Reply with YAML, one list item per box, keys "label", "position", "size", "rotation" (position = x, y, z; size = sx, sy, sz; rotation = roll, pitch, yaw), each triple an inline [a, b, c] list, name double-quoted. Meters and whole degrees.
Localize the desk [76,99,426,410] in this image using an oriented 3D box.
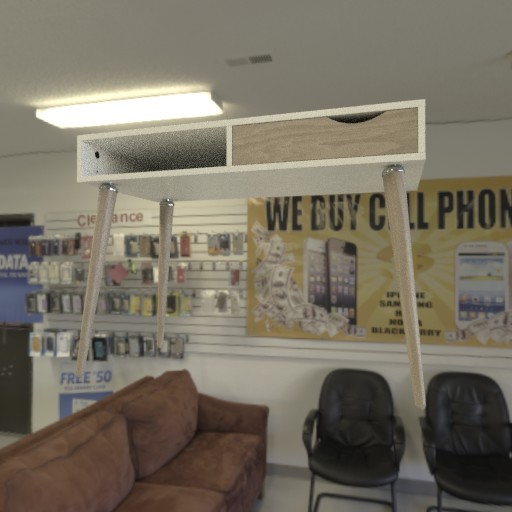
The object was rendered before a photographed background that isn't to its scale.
- label: "desk"
  position: [0.000, 0.000, 1.402]
  size: [0.979, 0.723, 0.491]
  rotation: [0, -1, 18]
